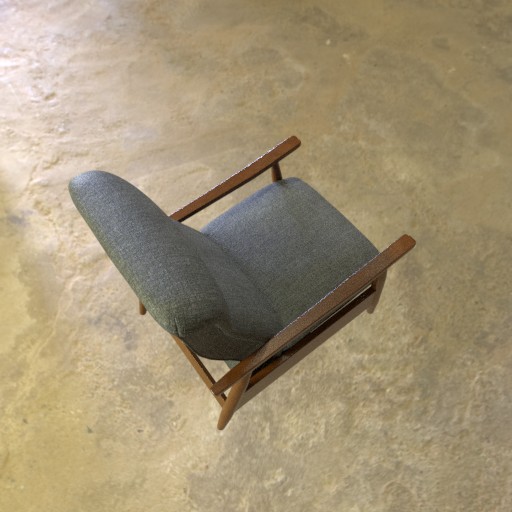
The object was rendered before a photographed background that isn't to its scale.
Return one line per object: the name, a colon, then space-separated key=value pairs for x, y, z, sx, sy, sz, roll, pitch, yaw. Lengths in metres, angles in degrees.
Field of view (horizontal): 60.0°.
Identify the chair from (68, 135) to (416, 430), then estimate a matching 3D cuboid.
chair: x=0.000 y=0.000 z=1.818 sx=1.030 sy=1.082 sz=0.762 roll=-33 pitch=64 yaw=-19
